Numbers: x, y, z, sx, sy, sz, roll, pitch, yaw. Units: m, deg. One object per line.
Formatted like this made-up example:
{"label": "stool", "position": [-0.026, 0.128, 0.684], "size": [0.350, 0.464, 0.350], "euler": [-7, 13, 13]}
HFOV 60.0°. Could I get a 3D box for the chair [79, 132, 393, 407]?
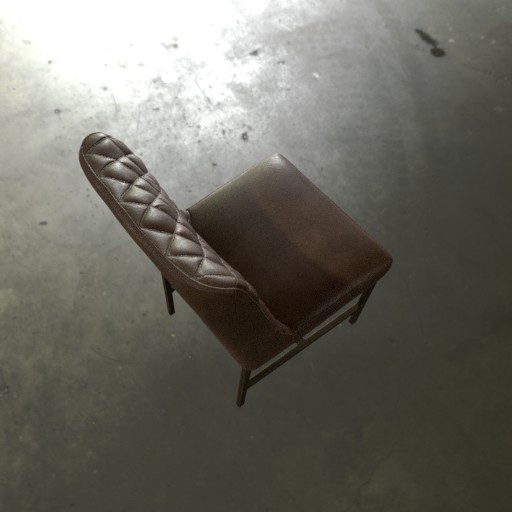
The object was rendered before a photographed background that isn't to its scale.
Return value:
{"label": "chair", "position": [0.000, 0.000, 1.222], "size": [0.587, 0.889, 0.508], "euler": [-35, 66, -18]}
